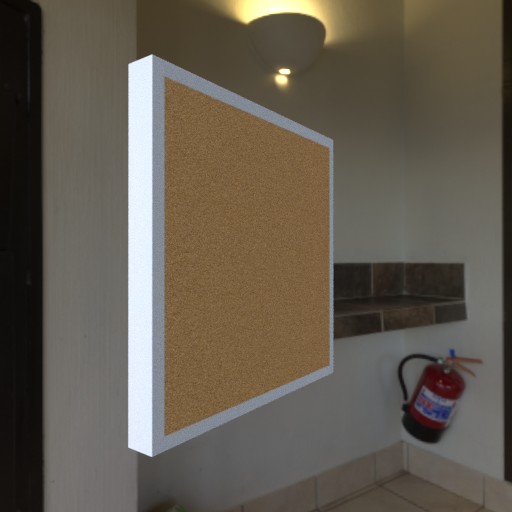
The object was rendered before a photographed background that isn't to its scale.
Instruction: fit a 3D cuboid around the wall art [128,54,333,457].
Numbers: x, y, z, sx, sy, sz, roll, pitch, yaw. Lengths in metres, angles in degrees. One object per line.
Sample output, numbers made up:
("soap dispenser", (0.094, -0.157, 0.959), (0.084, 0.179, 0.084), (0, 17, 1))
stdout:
("wall art", (0.000, 0.000, 0.622), (0.038, 0.406, 0.406), (0, 0, 36))
